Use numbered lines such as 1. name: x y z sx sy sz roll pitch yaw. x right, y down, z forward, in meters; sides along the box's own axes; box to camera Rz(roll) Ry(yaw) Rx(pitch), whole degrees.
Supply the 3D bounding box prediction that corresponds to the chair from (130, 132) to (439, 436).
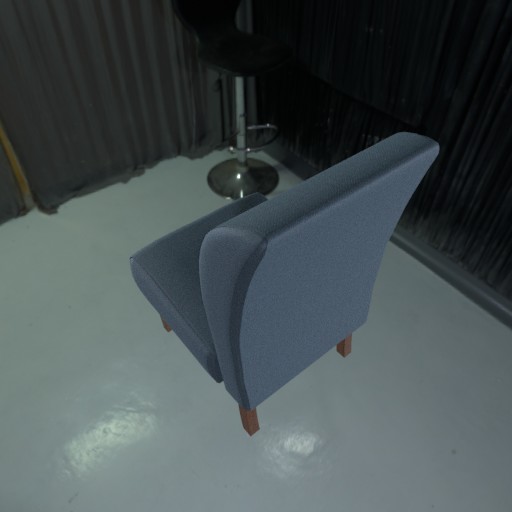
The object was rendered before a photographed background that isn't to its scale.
1. chair: 0.000 0.000 1.182 0.513 0.804 0.592 -31 54 -27
